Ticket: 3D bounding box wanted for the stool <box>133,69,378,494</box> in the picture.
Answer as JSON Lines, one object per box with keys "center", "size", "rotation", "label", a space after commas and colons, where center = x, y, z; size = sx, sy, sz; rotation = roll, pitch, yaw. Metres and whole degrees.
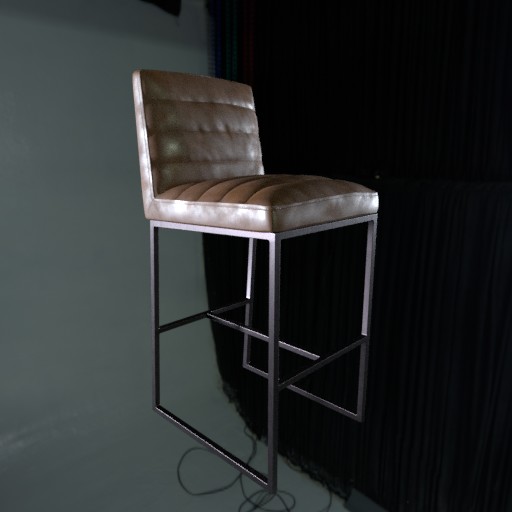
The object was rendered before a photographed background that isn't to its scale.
{"center": [0.000, 0.000, 1.322], "size": [0.562, 1.065, 0.463], "rotation": [13, 18, 43], "label": "stool"}
